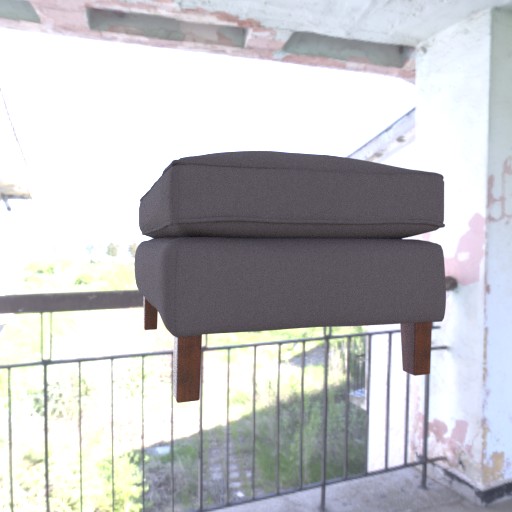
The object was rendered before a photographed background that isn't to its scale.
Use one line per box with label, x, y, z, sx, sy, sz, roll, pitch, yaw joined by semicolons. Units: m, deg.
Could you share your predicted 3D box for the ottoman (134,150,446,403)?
ottoman;0.000;0.000;0.996;0.508;0.406;0.686;-1;2;-19
